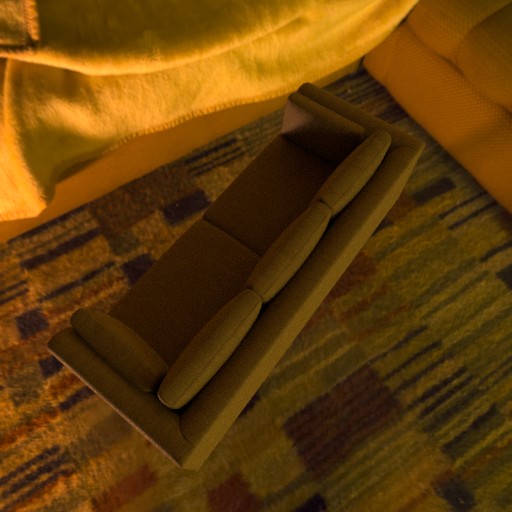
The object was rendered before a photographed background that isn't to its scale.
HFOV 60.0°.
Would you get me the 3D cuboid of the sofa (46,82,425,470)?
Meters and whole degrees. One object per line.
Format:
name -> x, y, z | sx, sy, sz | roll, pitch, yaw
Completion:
sofa -> 0.000, 0.000, 2.875 | 0.969, 0.867, 2.415 | 34, 68, 16
